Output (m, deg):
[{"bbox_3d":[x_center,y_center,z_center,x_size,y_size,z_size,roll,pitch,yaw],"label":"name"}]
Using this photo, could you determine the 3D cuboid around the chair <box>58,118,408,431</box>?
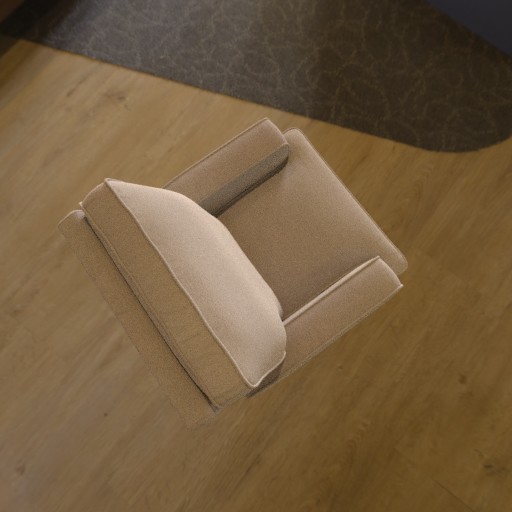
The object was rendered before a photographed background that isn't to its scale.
[{"bbox_3d":[0.000,0.000,1.691,0.969,0.964,0.861,-35,79,-8],"label":"chair"}]
